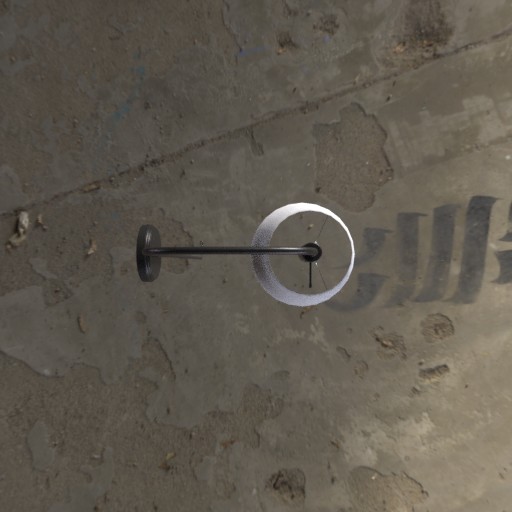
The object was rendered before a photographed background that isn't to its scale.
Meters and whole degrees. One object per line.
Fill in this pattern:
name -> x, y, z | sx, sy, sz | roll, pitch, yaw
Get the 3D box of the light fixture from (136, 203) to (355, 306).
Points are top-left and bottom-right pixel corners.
light fixture -> 0.000, 0.000, 0.473 | 0.176, 0.399, 0.092 | 0, 89, 1
